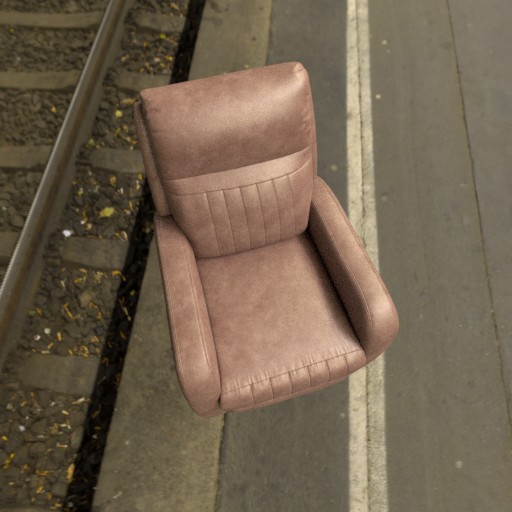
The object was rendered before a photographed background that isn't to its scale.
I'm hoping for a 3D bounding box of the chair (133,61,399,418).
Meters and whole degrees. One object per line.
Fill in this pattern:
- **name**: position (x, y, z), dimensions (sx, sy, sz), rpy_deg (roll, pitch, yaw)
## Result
- **chair**: position (0.000, 0.000, 1.816), dimensions (0.865, 1.067, 1.067), rpy_deg (-14, 64, -7)
